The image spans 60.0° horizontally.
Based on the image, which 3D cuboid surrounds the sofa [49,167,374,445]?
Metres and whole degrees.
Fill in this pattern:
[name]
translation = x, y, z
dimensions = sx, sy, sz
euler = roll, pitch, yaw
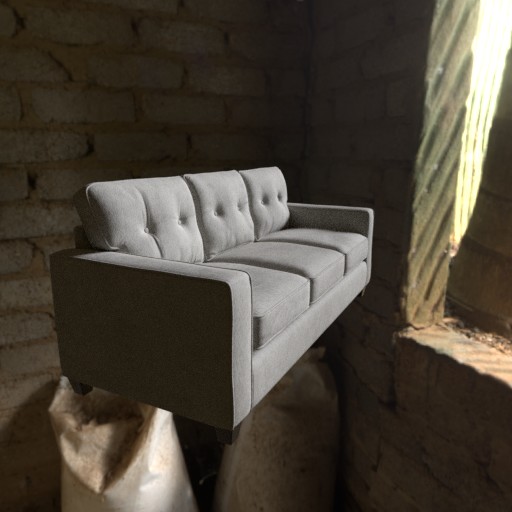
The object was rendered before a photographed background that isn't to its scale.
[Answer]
[sofa]
translation = 0.000, 0.000, 2.629
dimensions = 0.939, 0.965, 2.133
euler = 7, 15, 27
